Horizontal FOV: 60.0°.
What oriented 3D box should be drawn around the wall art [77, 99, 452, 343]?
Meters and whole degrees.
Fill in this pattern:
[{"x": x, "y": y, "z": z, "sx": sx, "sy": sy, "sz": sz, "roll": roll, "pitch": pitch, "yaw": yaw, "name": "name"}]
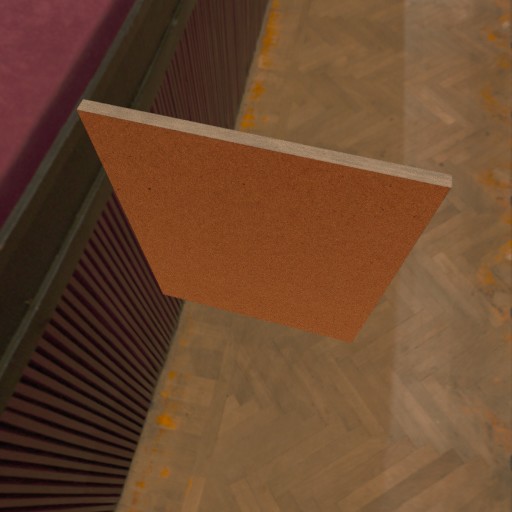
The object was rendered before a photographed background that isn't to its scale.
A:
[{"x": 0.000, "y": 0.000, "z": 0.825, "sx": 0.481, "sy": 0.613, "sz": 0.020, "roll": 14, "pitch": 63, "yaw": 7, "name": "wall art"}]
